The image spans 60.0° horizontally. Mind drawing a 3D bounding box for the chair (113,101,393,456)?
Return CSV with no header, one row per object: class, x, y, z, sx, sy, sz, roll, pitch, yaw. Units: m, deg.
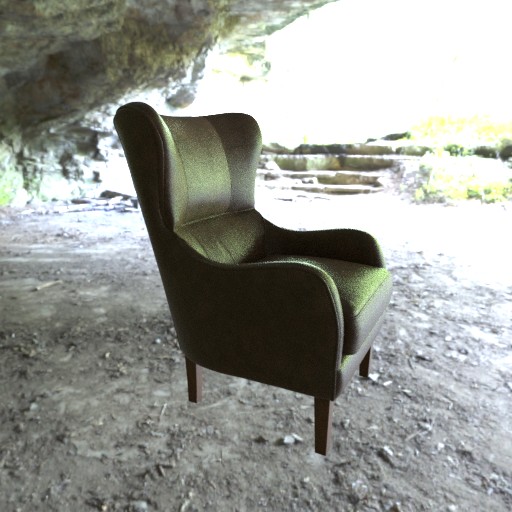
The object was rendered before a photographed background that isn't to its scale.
chair,0.000,0.000,1.623,0.914,1.048,0.692,8,17,27
